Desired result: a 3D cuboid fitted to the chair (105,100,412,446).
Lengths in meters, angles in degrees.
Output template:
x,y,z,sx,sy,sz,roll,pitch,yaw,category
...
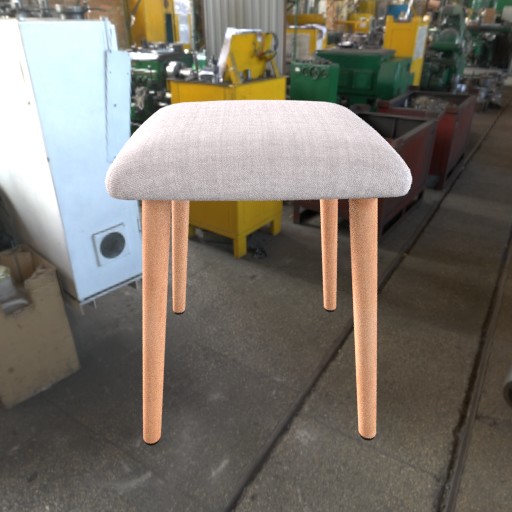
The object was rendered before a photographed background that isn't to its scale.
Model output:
x,y,z,sx,sy,sz,roll,pitch,yaw,category
0.000,0.000,0.697,0.350,0.440,0.350,-1,29,-1,chair
